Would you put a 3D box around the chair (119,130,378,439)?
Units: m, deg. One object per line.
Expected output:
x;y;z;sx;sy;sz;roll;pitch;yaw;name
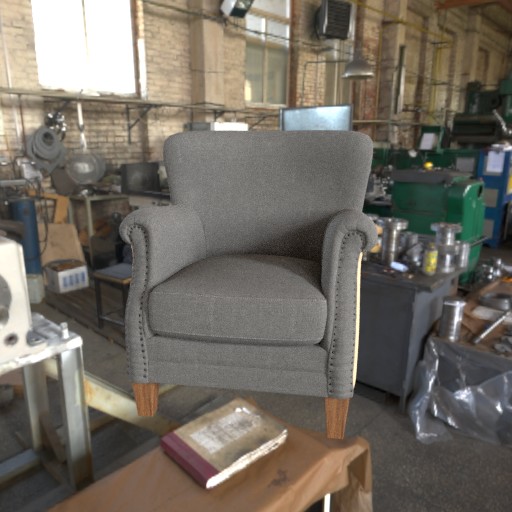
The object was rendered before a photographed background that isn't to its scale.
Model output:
0.000;0.000;1.681;0.861;0.936;0.921;2;14;8;chair
